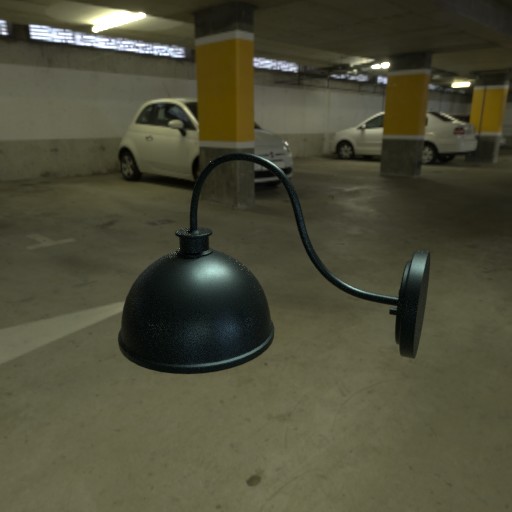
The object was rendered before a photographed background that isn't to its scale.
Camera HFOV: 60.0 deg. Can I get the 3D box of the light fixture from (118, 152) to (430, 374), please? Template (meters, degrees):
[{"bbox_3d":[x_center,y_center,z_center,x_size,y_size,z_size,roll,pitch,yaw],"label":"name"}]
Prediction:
[{"bbox_3d":[0.000,0.000,0.647,0.467,0.295,0.253,8,18,25],"label":"light fixture"}]
